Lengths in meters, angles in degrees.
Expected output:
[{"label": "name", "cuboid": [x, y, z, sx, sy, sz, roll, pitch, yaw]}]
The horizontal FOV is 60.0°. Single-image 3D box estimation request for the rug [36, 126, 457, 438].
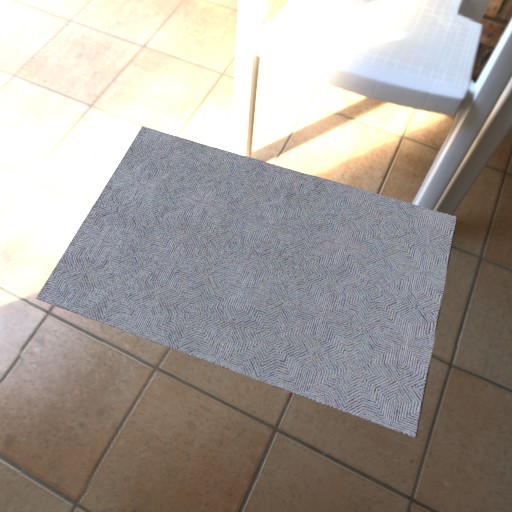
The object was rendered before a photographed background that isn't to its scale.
[{"label": "rug", "cuboid": [0.000, 0.000, 2.946, 2.428, 0.007, 1.519, 18, 65, 9]}]
